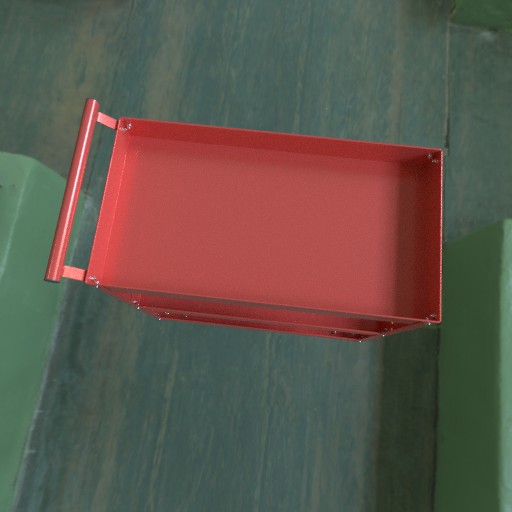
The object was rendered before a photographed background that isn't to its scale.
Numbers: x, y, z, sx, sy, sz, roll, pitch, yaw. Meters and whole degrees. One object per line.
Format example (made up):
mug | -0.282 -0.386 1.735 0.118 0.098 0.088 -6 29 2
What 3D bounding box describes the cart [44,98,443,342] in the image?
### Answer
cart | 0.000 0.000 1.190 0.719 0.780 0.366 6 76 2
